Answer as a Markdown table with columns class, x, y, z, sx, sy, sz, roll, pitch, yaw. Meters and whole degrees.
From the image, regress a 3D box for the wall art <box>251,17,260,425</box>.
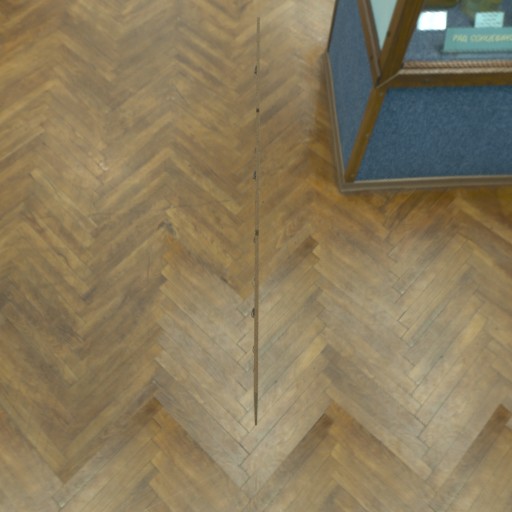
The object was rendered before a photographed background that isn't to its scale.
| class | x | y | z | sx | sy | sz | roll | pitch | yaw |
| --- | --- | --- | --- | --- | --- | --- | --- | --- | --- |
| wall art | 0.000 | 0.000 | 2.253 | 0.023 | 1.522 | 1.526 | 0 | 66 | 0 |
